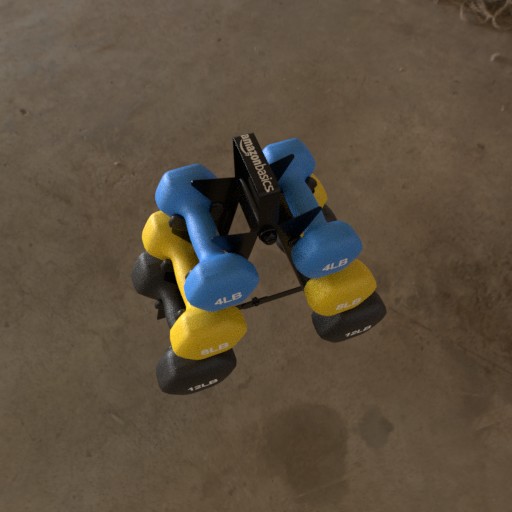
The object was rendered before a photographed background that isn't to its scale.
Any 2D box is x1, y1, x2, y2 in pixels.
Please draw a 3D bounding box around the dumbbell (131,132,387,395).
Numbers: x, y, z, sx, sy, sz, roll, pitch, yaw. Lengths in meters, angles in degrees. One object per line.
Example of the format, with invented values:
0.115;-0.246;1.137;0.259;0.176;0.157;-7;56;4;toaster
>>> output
0.000;0.000;0.682;0.409;0.426;0.255;-17;61;-10;dumbbell
